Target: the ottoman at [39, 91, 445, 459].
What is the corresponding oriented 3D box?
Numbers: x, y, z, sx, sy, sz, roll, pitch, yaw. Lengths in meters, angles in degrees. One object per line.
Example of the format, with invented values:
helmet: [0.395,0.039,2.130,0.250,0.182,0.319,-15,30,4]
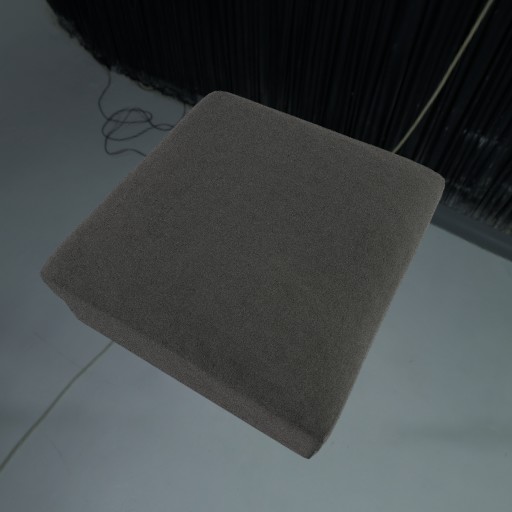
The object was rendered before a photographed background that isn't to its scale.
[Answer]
ottoman: [0.000,0.000,1.401,0.861,0.482,0.881,26,61,16]
